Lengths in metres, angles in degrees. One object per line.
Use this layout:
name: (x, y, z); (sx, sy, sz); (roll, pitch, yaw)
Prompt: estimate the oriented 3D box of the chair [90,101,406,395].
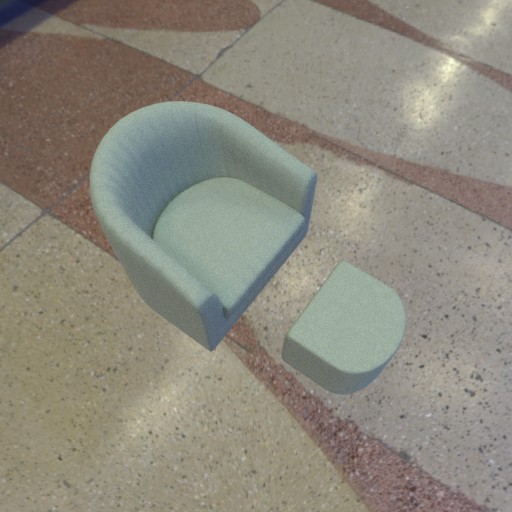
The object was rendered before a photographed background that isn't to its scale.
chair: (0.000, 0.000, 1.792); (1.288, 0.757, 0.756); (32, 63, 18)
